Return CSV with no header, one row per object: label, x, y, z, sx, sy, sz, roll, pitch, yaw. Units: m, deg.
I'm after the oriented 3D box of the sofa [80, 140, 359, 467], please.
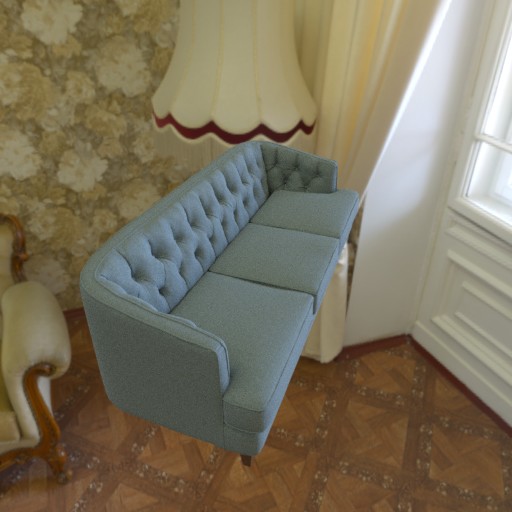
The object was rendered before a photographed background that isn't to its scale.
sofa,0.000,0.000,2.744,0.941,0.855,2.278,11,33,17
